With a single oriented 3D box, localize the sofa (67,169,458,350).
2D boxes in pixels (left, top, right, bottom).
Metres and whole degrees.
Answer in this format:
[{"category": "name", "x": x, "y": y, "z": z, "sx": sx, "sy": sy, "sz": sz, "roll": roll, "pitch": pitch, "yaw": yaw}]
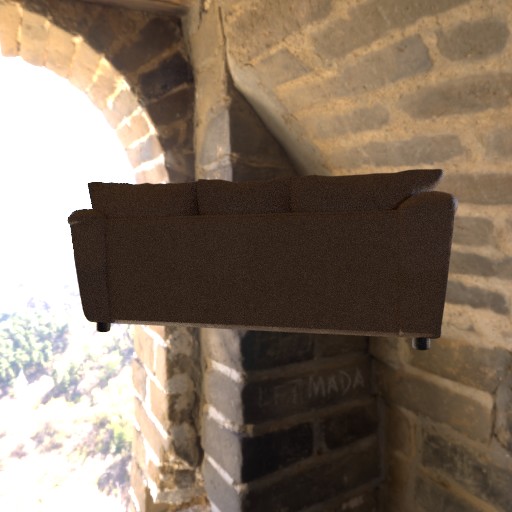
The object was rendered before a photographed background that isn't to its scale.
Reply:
[{"category": "sofa", "x": 0.000, "y": 0.000, "z": 2.852, "sx": 2.377, "sy": 0.981, "sz": 0.893, "roll": 0, "pitch": 0, "yaw": 17}]
